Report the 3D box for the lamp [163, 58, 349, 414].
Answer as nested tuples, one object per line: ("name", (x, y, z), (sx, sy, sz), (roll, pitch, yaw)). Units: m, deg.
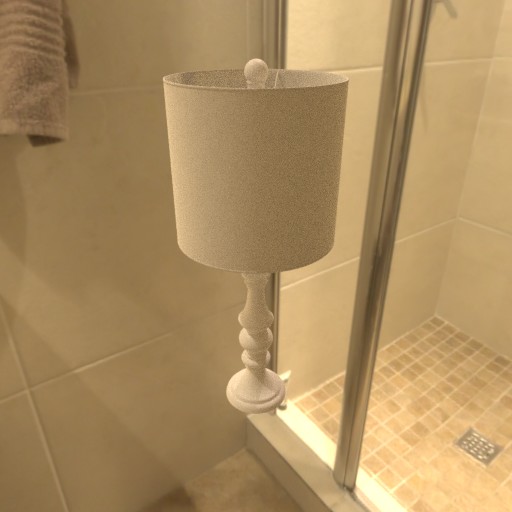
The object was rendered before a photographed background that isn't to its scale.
("lamp", (0.000, 0.000, 0.733), (0.250, 0.597, 0.250), (8, 29, 15))
